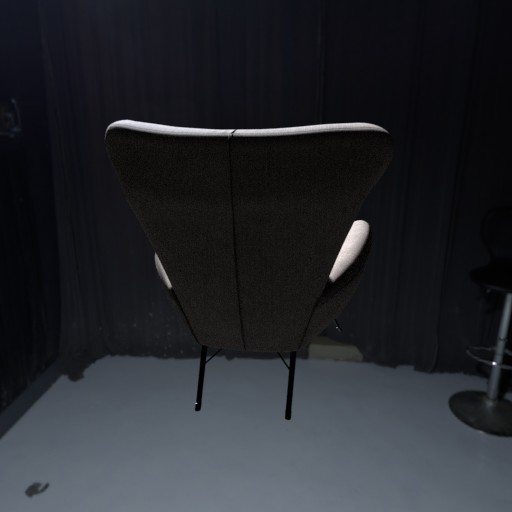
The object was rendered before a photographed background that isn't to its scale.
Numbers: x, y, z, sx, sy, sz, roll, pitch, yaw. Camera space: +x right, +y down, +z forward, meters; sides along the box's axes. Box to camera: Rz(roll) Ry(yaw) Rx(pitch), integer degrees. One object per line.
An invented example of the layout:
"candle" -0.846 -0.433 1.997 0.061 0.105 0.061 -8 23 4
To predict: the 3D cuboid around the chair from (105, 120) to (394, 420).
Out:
"chair" 0.000 0.000 1.776 0.980 1.040 0.900 2 17 7
